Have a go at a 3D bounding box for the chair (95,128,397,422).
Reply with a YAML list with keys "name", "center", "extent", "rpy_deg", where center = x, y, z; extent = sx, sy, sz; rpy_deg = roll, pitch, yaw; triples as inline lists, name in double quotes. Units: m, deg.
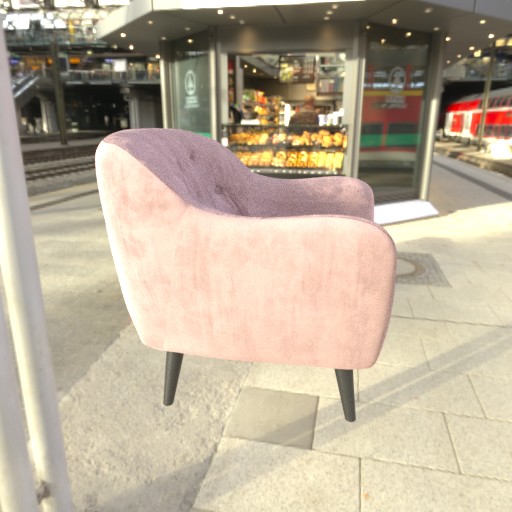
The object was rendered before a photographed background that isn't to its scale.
- name: "chair"
  center: [0.000, 0.000, 1.485]
  extent: [0.820, 0.820, 0.840]
  rpy_deg: [3, 17, 10]
